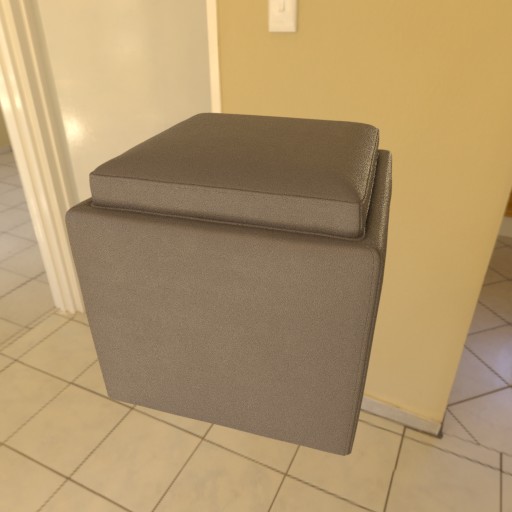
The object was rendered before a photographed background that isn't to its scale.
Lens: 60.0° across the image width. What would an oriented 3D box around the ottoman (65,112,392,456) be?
[{"bbox_3d":[0.000,0.000,0.824,0.450,0.460,0.451,8,31,14],"label":"ottoman"}]
